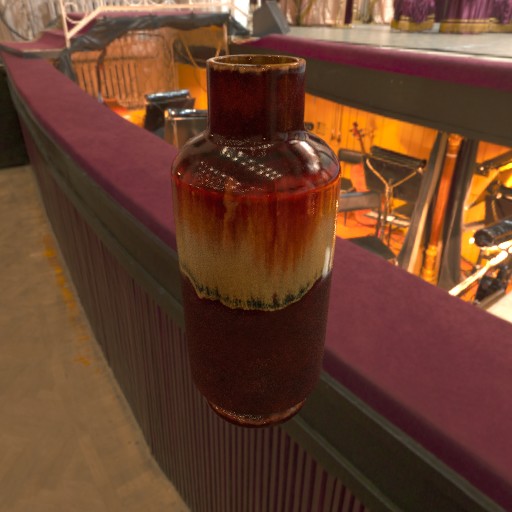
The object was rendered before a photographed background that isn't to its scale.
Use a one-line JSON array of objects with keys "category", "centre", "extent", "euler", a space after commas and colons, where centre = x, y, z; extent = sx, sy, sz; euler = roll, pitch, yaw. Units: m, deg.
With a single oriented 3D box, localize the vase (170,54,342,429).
[{"category": "vase", "centre": [0.000, 0.000, 0.320], "extent": [0.111, 0.261, 0.111], "euler": [0, 30, 0]}]
